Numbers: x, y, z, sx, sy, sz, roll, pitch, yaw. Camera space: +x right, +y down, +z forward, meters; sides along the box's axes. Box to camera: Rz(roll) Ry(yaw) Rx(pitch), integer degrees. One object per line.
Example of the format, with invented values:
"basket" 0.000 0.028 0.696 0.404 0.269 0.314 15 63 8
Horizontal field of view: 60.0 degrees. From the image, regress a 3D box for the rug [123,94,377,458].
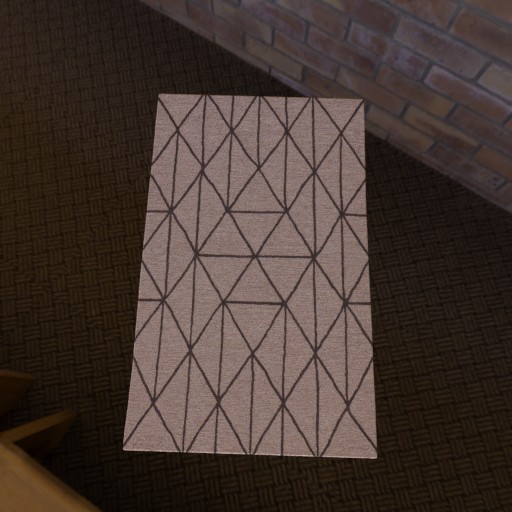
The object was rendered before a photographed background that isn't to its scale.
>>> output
"rug" 0.000 0.000 2.983 1.526 0.008 2.465 2 75 0
